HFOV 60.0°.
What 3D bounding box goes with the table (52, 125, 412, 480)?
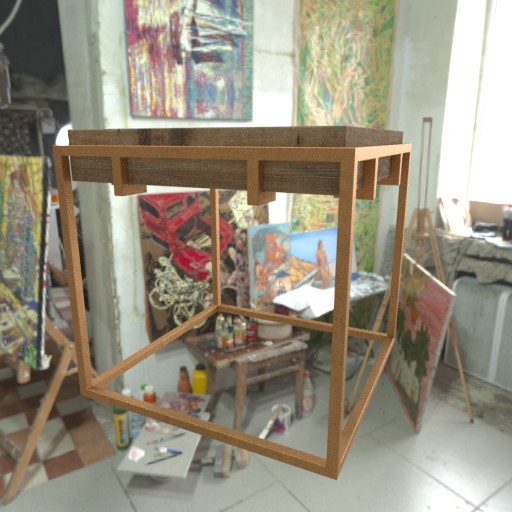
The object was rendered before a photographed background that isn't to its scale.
[{"bbox_3d":[0.000,0.000,1.072,0.599,0.584,0.599,7,16,25],"label":"table"}]
